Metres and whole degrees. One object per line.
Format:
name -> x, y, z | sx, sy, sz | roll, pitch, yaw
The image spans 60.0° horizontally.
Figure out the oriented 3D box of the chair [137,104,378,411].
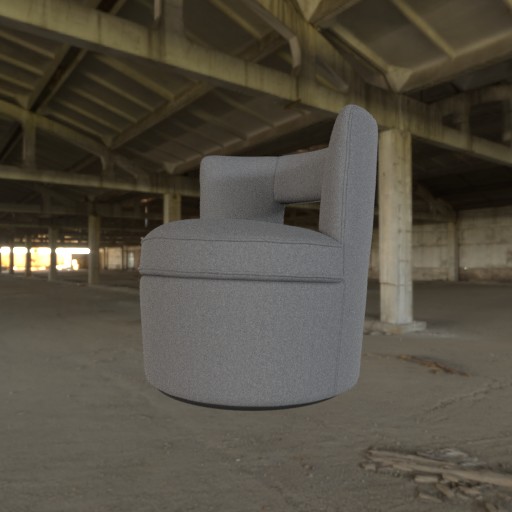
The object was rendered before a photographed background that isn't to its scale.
chair -> 0.000, 0.000, 1.285 | 0.660, 0.719, 0.689 | 0, -1, -37
